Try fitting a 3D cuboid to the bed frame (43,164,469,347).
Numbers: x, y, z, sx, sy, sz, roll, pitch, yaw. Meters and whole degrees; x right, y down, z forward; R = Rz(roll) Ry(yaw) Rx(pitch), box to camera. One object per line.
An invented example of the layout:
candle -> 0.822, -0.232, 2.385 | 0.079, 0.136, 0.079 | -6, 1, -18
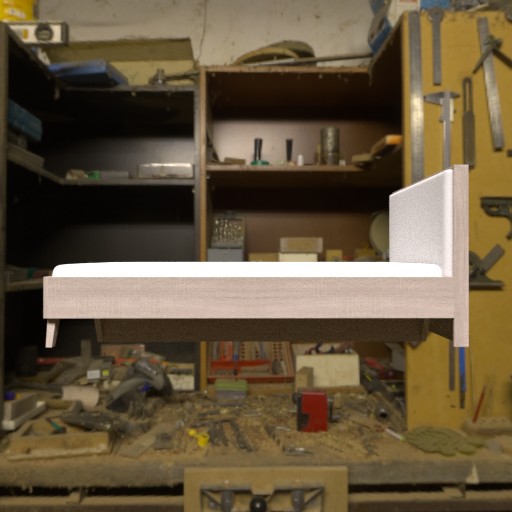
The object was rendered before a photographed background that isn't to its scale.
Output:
bed frame -> 0.000, 0.000, 2.725 | 2.140, 0.920, 0.990 | 0, 0, 0
